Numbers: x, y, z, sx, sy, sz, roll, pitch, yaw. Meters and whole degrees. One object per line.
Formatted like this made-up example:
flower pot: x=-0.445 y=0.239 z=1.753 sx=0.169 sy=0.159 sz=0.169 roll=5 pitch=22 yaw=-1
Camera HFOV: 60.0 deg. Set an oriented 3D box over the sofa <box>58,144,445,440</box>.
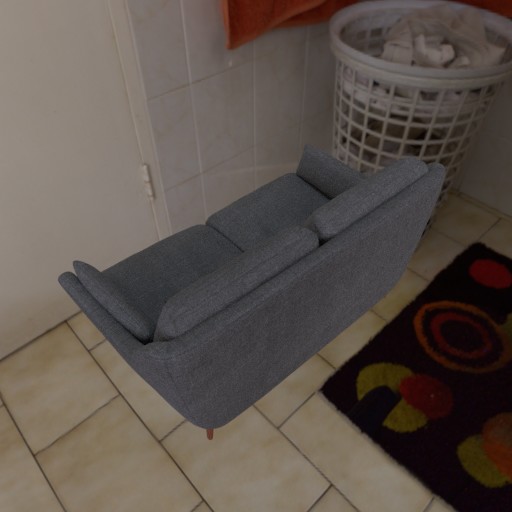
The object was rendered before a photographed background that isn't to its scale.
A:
sofa: x=0.000 y=0.000 z=2.201 sx=1.646 sy=0.887 sz=0.976 roll=-32 pitch=54 yaw=-27
